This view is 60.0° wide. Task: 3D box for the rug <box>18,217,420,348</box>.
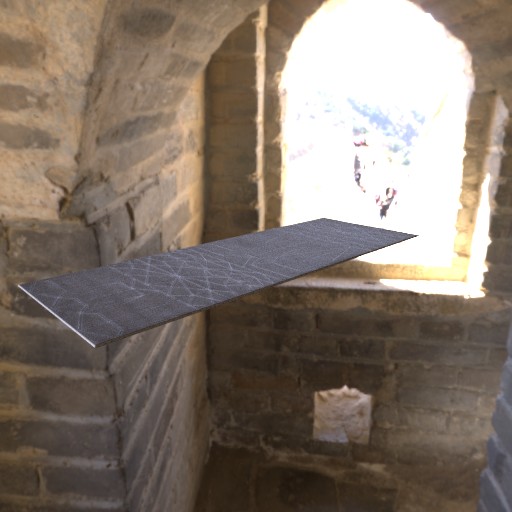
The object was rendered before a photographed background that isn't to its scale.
[{"bbox_3d":[0.000,0.000,2.655,2.388,0.012,0.864,-15,22,-41],"label":"rug"}]
